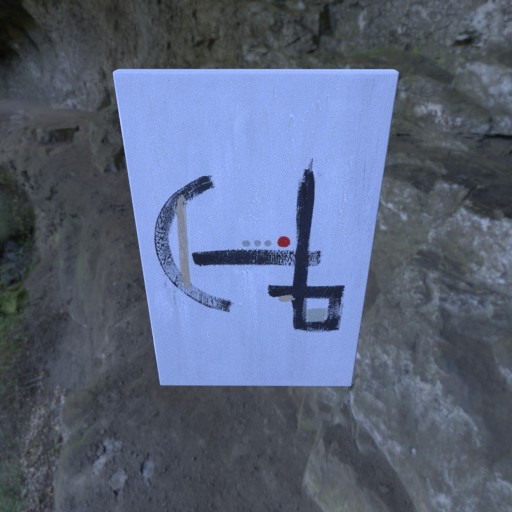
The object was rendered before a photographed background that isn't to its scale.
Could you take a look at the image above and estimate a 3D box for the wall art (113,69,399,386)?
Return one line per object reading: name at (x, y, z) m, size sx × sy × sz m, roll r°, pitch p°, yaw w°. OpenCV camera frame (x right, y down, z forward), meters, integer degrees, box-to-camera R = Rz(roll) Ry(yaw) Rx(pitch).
wall art at (0.000, 0.000, 1.174) m, size 0.602 × 0.916 × 0.048 m, roll 0°, pitch 30°, yaw 0°
